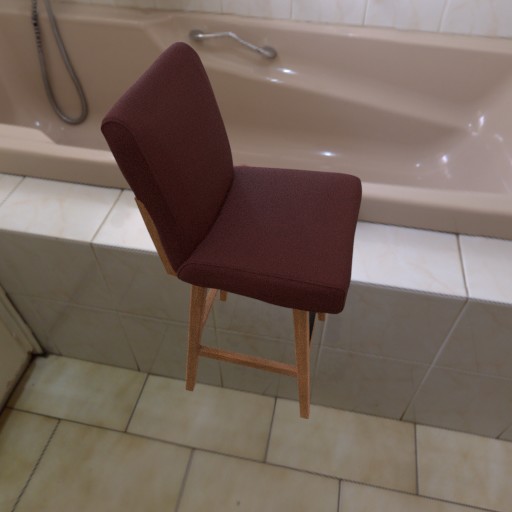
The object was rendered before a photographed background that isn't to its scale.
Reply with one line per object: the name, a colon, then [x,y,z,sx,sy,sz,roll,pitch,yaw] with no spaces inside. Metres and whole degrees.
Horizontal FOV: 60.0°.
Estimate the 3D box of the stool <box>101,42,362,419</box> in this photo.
stool: [0.000,0.000,1.359,0.562,1.093,0.468,10,48,9]
